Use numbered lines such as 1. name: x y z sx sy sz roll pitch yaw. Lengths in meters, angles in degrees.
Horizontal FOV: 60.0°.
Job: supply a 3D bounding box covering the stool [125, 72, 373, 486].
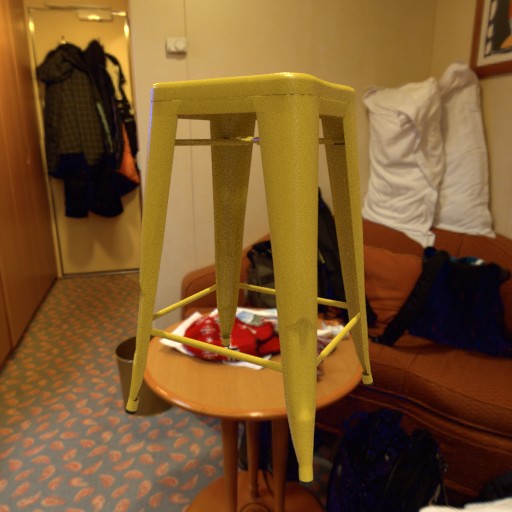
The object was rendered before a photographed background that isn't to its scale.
1. stool: 0.000 0.000 0.845 0.399 0.609 0.359 8 17 29
